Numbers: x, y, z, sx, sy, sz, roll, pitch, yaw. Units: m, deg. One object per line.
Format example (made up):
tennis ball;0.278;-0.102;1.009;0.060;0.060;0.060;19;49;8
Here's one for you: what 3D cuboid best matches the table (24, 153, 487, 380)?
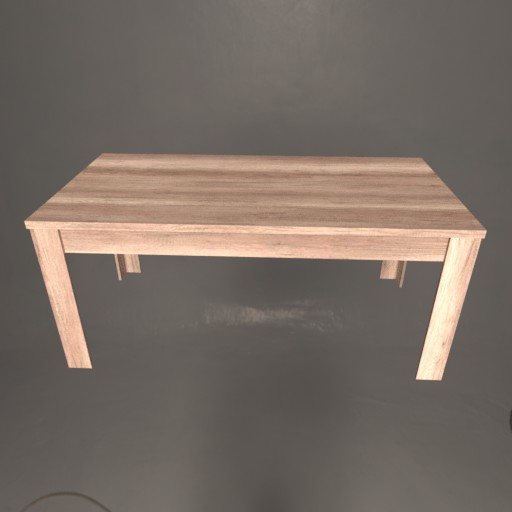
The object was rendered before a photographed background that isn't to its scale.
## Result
table;0.000;0.000;2.309;1.800;0.790;0.900;1;30;2
